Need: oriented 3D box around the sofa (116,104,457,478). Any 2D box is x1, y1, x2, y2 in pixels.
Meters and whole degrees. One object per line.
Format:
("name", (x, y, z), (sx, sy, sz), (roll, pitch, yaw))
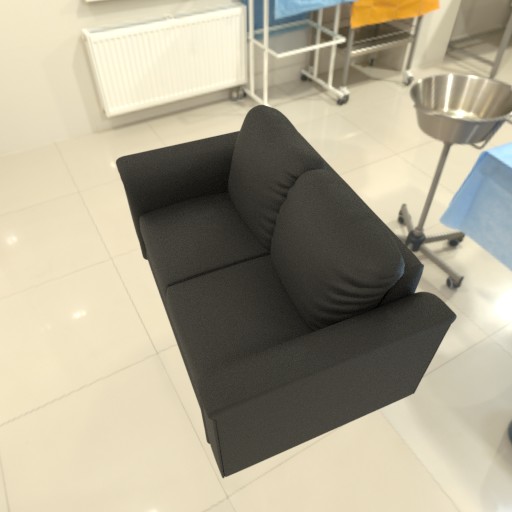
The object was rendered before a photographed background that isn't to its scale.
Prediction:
("sofa", (0.000, 0.000, 1.938), (0.887, 0.845, 1.386), (-17, 48, -16))
